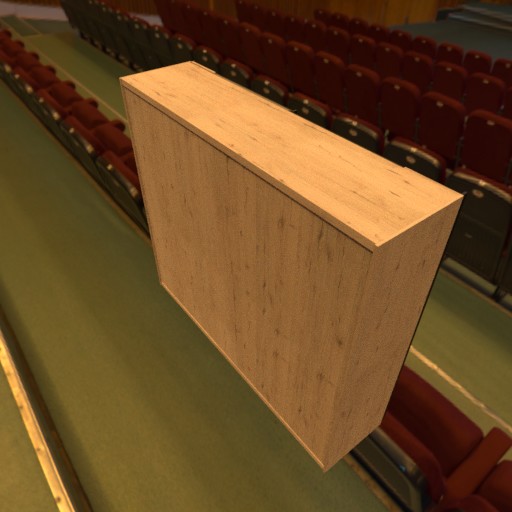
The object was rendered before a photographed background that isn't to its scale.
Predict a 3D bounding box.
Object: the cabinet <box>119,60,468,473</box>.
[{"bbox_3d":[0.000,0.000,3.453,0.660,2.180,2.500,-27,48,-28],"label":"cabinet"}]
